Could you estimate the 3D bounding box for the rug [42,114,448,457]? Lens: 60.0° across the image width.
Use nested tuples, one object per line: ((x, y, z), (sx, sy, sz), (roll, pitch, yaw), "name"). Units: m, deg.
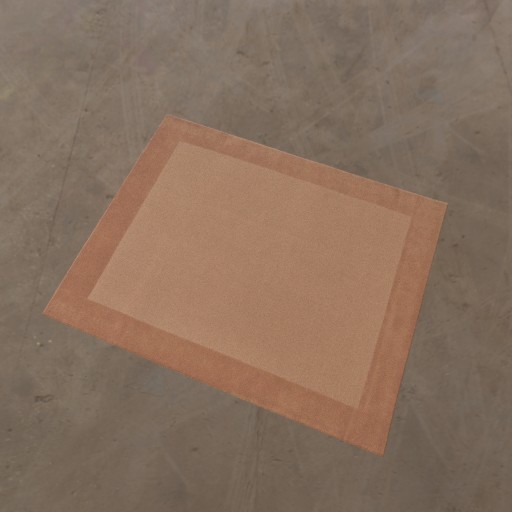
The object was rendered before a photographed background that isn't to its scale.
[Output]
((0.000, 0.000, 4.086), (3.057, 0.021, 2.431), (20, 67, 9), "rug")
